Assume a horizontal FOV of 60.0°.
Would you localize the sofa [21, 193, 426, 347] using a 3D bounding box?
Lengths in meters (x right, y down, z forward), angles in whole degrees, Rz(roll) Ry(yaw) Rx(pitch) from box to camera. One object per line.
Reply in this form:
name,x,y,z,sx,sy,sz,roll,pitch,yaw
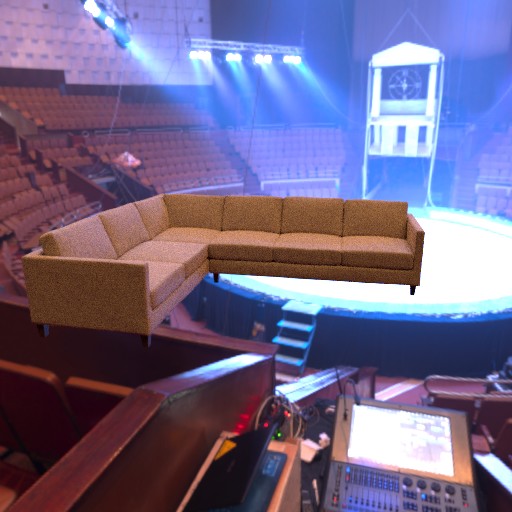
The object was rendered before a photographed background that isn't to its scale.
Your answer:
sofa,0.000,0.000,4.275,3.182,0.863,2.432,3,17,11
